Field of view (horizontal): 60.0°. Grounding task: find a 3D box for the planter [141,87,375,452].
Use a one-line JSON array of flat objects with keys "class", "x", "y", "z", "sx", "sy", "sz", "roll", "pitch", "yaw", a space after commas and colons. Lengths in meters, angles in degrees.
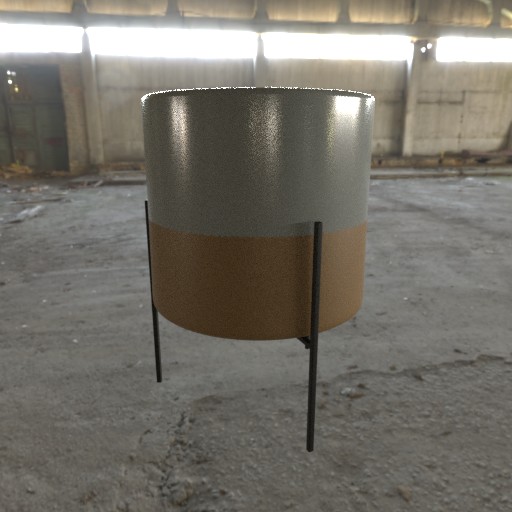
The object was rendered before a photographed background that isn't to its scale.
[{"class": "planter", "x": 0.000, "y": 0.000, "z": 0.640, "sx": 0.310, "sy": 0.432, "sz": 0.310, "roll": -3, "pitch": 16, "yaw": -9}]
